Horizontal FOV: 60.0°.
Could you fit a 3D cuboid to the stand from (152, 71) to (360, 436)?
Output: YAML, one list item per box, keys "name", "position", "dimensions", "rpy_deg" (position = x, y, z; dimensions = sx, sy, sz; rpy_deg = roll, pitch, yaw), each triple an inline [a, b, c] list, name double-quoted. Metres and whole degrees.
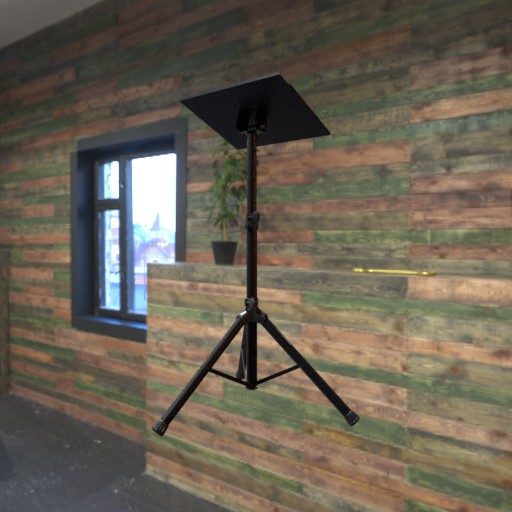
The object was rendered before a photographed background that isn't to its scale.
- name: "stand"
  position: [0.000, 0.000, 1.636]
  dimensions: [0.702, 1.198, 0.702]
  rpy_deg: [1, 2, 36]
